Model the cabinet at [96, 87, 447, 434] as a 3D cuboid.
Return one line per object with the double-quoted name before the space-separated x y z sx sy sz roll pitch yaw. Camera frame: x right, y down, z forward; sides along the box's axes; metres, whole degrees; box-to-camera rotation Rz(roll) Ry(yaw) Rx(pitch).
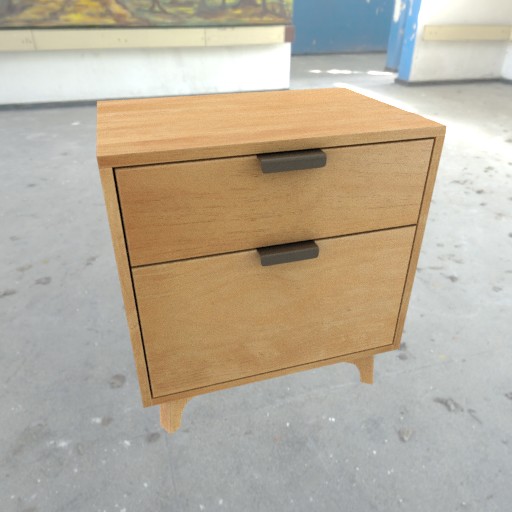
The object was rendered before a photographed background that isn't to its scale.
"cabinet" 0.000 0.000 0.955 0.551 0.599 0.394 -9 32 -15
